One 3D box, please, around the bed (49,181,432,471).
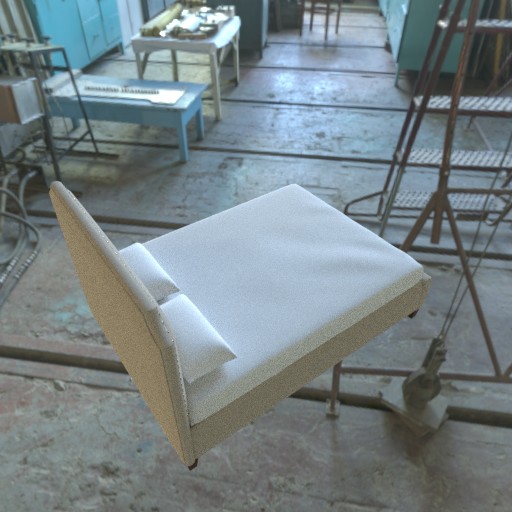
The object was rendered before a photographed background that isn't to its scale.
[{"bbox_3d":[0.000,0.000,3.440,2.372,1.443,1.713,-25,46,-27],"label":"bed"}]
